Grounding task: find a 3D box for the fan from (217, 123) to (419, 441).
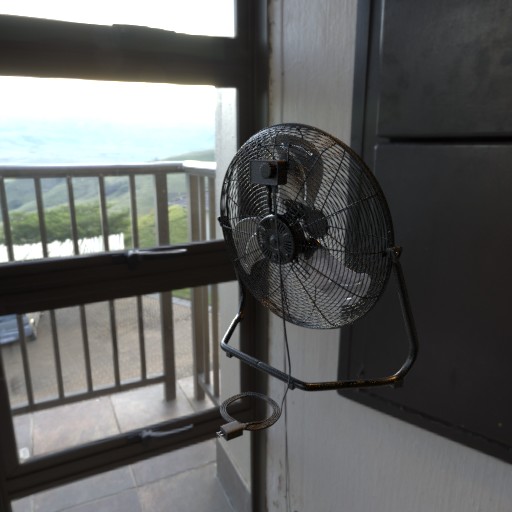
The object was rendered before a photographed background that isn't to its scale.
[{"bbox_3d":[0.000,0.000,0.937,0.424,0.546,0.555,-13,19,-42],"label":"fan"}]
